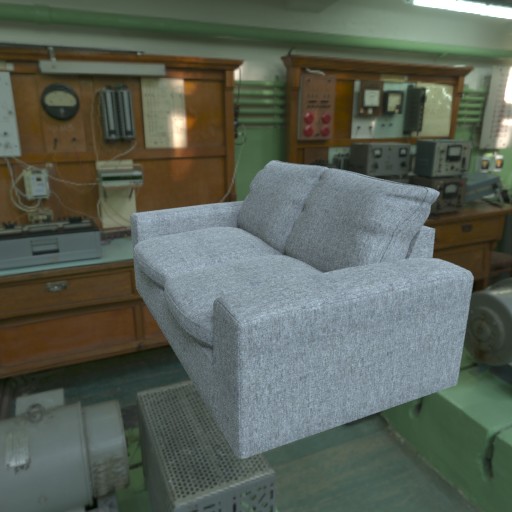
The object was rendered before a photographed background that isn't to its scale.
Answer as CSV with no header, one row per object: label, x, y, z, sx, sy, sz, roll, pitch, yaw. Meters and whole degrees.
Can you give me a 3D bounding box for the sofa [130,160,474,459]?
sofa,0.000,0.000,2.320,1.094,0.877,1.758,-8,19,-24
